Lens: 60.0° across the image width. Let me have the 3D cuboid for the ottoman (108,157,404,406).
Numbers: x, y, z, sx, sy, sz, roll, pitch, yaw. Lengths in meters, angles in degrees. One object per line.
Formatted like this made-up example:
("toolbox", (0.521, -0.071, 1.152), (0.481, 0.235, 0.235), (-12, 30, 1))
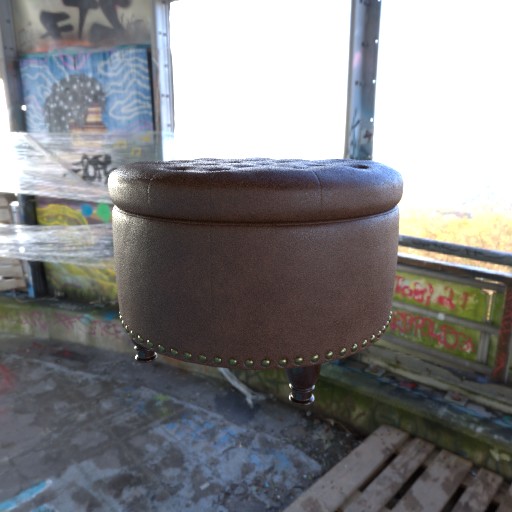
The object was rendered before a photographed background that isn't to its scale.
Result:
("ottoman", (0.000, 0.000, 1.047), (0.637, 0.442, 0.637), (0, 15, 0))
